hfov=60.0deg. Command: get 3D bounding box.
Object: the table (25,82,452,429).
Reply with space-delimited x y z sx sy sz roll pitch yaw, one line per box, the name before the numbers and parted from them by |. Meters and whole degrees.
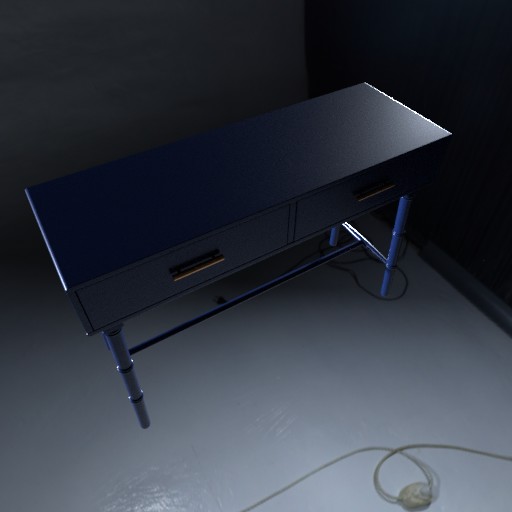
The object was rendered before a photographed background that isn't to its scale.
table | 0.000 0.000 1.464 1.118 0.749 0.399 -24 51 -21
